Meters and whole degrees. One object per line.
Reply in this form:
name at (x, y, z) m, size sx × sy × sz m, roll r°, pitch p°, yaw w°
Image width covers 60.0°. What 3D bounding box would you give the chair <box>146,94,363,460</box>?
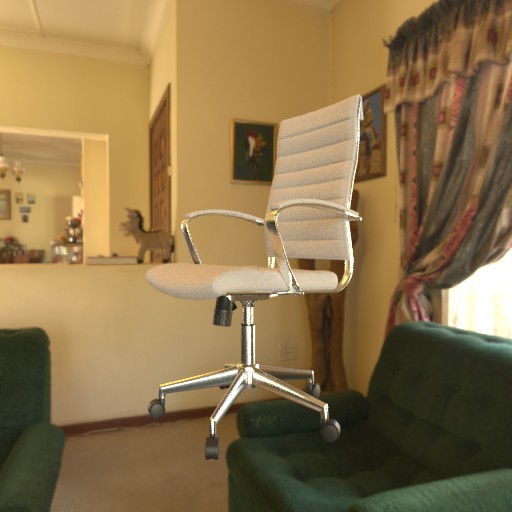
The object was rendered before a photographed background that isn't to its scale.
chair at (0.000, 0.000, 1.588) m, size 0.667 × 1.149 × 0.679 m, roll -1°, pitch 2°, yaw -36°
